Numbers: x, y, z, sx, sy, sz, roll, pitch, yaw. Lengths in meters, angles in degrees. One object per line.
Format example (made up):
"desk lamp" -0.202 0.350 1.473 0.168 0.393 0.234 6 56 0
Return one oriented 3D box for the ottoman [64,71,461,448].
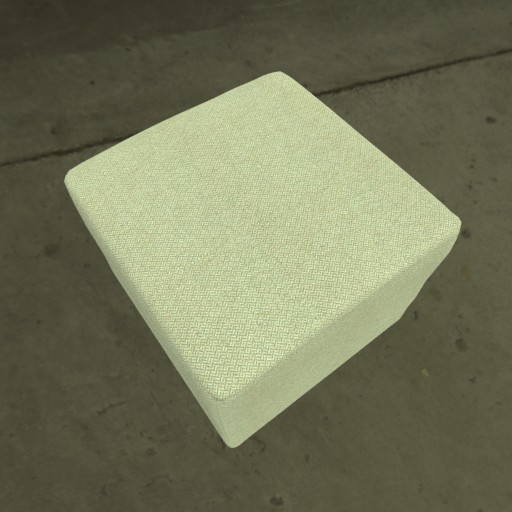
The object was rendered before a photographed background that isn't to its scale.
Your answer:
"ottoman" 0.000 0.000 0.931 0.512 0.453 0.521 -32 64 -18
